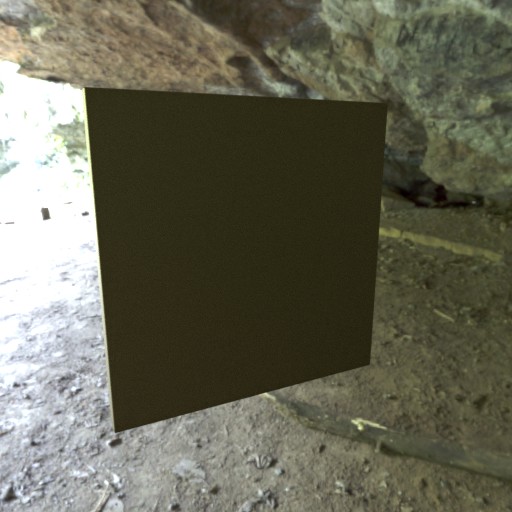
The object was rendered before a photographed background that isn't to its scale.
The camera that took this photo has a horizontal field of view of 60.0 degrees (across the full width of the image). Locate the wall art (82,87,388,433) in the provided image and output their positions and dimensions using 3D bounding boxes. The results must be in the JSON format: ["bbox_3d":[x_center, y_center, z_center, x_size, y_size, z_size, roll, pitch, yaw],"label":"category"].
[{"bbox_3d":[0.000,0.000,0.747,0.503,0.506,0.031,-7,16,-25],"label":"wall art"}]
